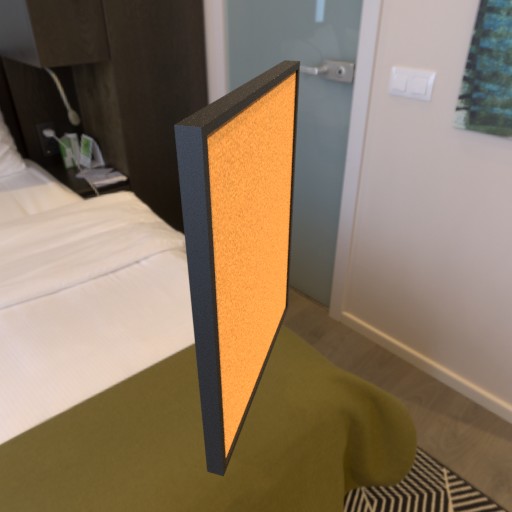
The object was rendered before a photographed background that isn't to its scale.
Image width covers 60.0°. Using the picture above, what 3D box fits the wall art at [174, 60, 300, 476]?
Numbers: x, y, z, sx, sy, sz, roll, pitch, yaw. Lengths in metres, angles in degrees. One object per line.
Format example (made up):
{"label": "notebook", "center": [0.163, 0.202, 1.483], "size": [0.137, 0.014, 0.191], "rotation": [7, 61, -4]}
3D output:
{"label": "wall art", "center": [0.000, 0.000, 0.758], "size": [0.029, 0.559, 0.457], "rotation": [9, 32, 14]}
